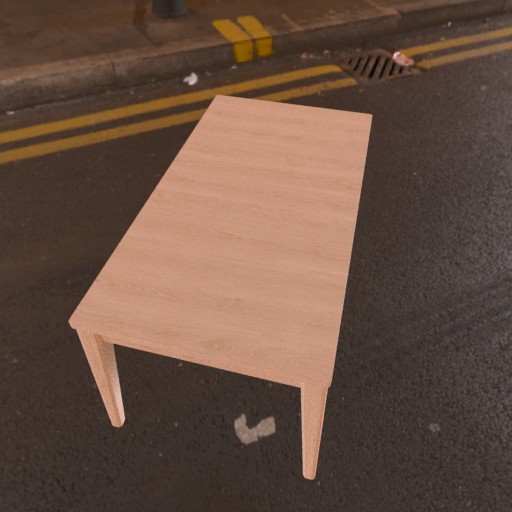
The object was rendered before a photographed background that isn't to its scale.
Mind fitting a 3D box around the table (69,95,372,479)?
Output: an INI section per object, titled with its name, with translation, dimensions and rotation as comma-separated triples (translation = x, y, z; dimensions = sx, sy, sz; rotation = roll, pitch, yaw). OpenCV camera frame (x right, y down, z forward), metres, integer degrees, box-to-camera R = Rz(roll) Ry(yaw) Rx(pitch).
[table]
translation = 0.000, 0.000, 2.119
dimensions = 0.900, 0.760, 1.600
rotation = 11, 48, 10
